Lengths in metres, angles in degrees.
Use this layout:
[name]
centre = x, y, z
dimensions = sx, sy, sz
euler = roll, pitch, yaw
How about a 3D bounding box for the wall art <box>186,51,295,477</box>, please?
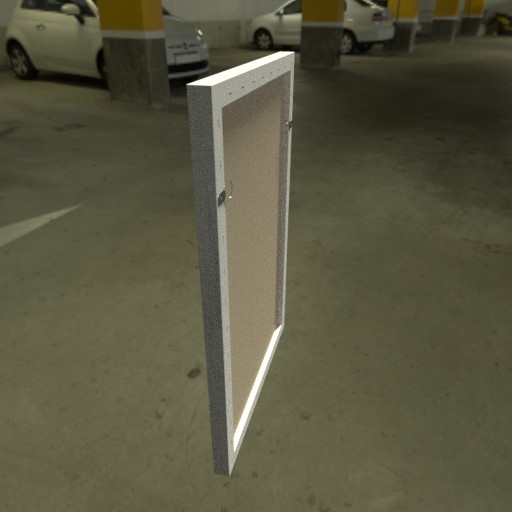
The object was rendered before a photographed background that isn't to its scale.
[wall art]
centre = 0.000, 0.000, 1.143
dimensions = 0.043, 0.914, 0.624
euler = 8, 30, 14
